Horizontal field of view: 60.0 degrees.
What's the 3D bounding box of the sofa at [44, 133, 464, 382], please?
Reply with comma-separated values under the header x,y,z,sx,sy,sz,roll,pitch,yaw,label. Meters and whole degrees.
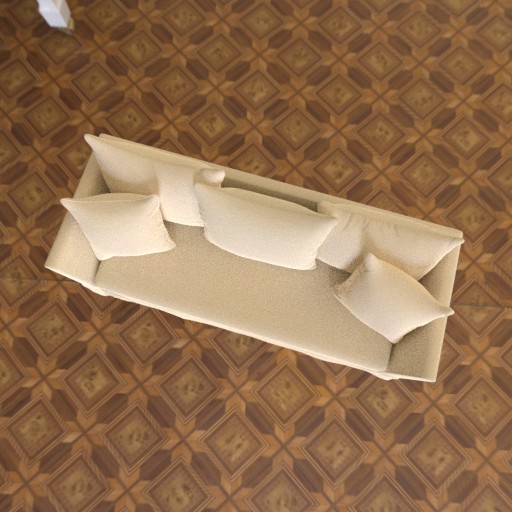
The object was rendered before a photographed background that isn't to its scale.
x,y,z,sx,sy,sz,roll,pitch,yaw,label
0.000,0.000,3.009,2.484,1.042,1.030,16,76,4,sofa
